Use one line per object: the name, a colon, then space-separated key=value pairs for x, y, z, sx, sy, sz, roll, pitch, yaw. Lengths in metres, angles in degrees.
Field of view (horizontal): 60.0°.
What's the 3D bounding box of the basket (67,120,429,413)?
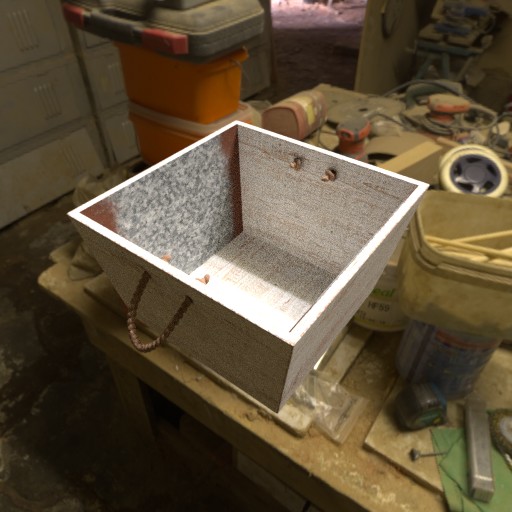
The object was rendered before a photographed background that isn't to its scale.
basket: x=0.000 y=0.000 z=0.787 sx=0.413 sy=0.247 sz=0.545 roll=26 pitch=48 yaw=27
